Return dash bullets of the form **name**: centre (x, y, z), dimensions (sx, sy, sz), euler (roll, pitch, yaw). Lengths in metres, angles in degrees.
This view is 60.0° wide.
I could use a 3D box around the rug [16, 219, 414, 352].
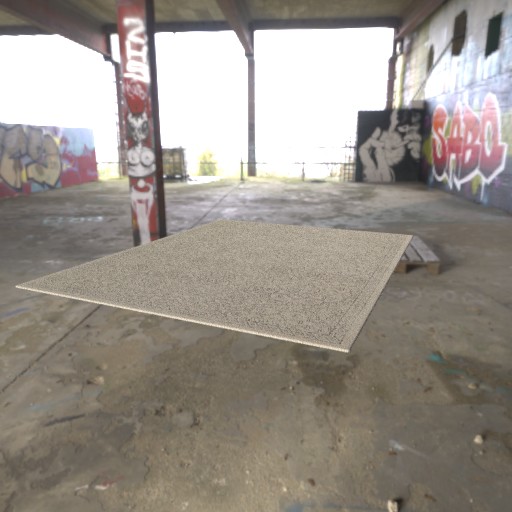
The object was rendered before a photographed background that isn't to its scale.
- **rug**: centre (0.000, 0.000, 4.057), dimensions (2.441, 0.015, 3.050), euler (7, 16, 24)
